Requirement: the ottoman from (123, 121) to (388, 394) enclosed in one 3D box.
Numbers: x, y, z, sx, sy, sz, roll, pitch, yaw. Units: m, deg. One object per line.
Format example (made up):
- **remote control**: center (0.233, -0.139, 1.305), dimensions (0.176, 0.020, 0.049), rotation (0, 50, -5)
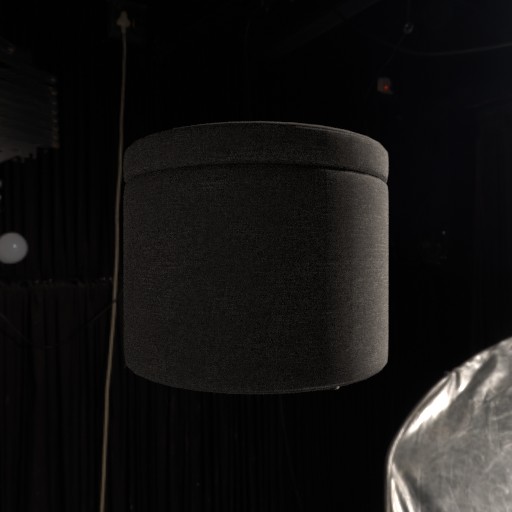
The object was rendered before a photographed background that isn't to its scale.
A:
- **ottoman**: center (0.000, 0.000, 0.873), dimensions (0.500, 0.419, 0.500), rotation (0, 0, 0)
